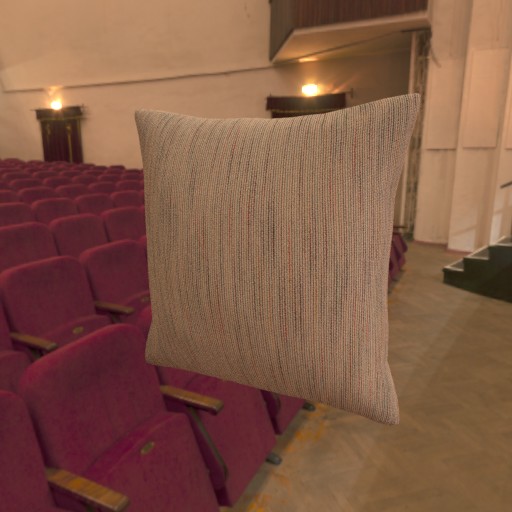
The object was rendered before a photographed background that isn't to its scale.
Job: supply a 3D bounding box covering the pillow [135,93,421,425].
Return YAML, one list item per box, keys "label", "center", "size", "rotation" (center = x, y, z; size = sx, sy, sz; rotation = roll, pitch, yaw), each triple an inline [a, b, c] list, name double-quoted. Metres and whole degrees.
- label: "pillow"
  center: [0.000, 0.000, 0.767]
  size: [0.512, 0.506, 0.178]
  rotation: [6, 14, 26]
